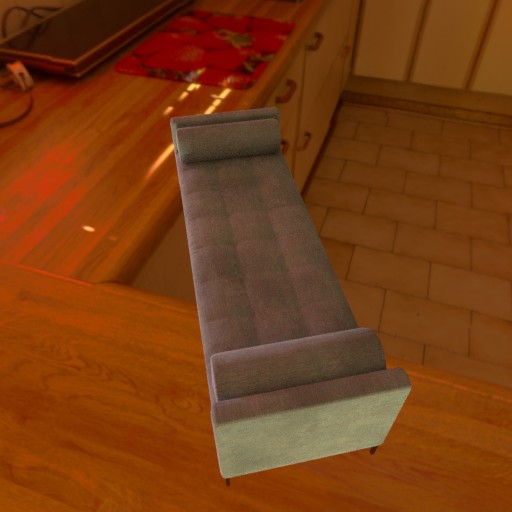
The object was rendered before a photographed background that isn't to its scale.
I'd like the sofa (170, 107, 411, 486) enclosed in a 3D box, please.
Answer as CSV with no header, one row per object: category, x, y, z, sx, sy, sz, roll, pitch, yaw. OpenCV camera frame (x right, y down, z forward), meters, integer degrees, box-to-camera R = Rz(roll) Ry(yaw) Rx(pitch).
sofa,0.000,0.000,2.331,0.686,0.635,1.981,-8,47,-8
